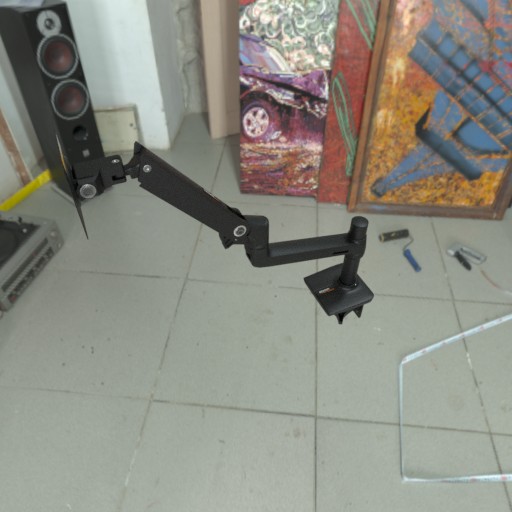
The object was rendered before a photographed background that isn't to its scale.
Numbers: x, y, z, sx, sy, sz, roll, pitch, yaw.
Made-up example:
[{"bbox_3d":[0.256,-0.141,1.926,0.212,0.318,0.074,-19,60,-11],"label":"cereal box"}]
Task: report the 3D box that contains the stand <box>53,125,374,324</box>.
[{"bbox_3d":[0.000,0.000,1.006,0.650,0.713,0.152,-17,47,-17],"label":"stand"}]
